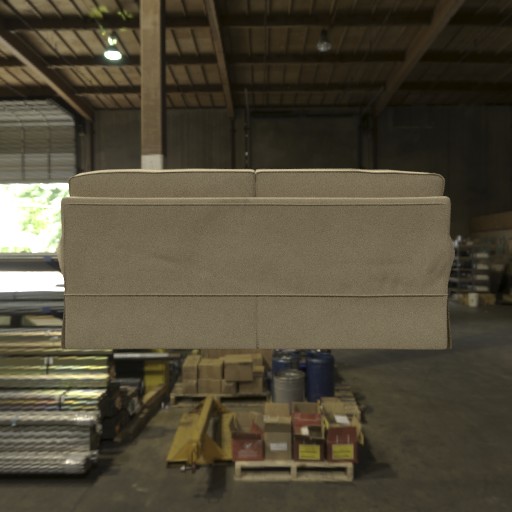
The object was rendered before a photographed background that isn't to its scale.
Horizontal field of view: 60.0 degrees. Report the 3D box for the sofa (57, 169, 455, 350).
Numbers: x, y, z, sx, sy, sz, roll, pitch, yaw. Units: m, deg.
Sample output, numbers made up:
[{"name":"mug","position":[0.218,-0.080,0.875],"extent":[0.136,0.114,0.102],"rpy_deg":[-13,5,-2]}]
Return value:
[{"name":"sofa","position":[0.000,0.000,2.825],"extent":[2.246,1.014,0.900],"rpy_deg":[0,0,0]}]
